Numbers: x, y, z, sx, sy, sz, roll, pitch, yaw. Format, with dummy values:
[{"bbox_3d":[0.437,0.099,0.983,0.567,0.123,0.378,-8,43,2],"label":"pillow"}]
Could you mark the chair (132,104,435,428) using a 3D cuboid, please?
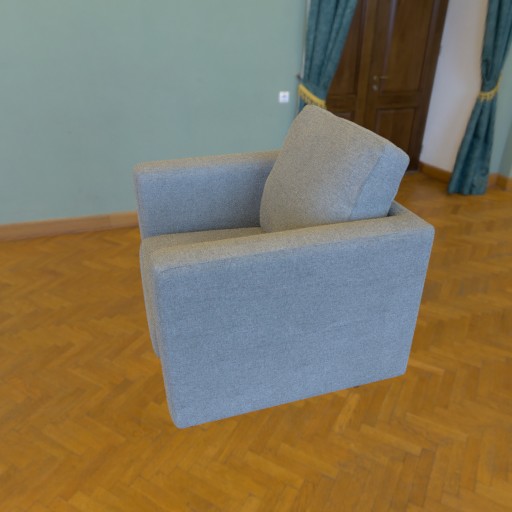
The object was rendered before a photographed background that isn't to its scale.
[{"bbox_3d":[0.000,0.000,1.573,0.800,0.927,0.855,-8,31,-14],"label":"chair"}]
